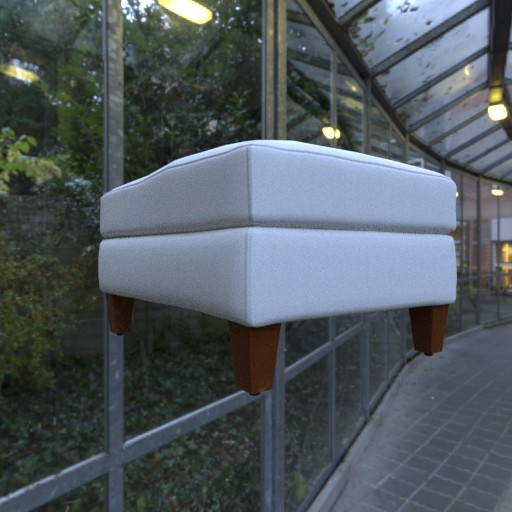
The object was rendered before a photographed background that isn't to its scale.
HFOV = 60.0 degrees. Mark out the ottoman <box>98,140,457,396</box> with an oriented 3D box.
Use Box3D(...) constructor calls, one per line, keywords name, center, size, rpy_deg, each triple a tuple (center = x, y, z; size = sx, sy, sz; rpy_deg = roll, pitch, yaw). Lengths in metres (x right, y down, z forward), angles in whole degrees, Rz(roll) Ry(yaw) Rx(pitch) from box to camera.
Box3D(name="ottoman", center=(0.000, 0.000, 1.202), size=(0.634, 0.479, 0.818), rpy_deg=(0, 0, -36))
